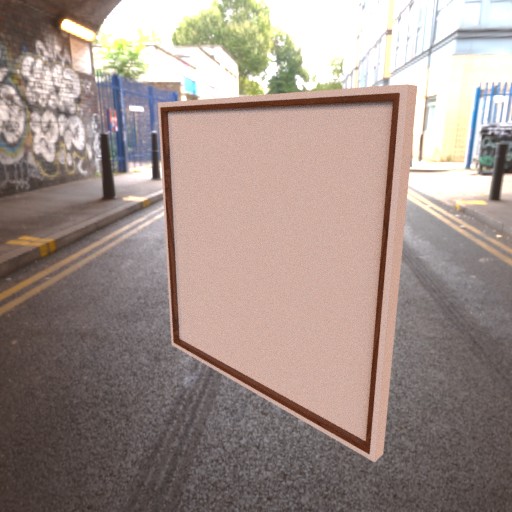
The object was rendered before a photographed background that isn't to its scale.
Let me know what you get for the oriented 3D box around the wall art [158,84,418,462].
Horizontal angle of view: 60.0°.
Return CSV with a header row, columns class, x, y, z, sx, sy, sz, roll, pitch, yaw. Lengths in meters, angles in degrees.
class,x,y,z,sx,sy,sz,roll,pitch,yaw
wall art,0.000,0.000,1.483,0.049,1.009,1.009,-15,22,-43
